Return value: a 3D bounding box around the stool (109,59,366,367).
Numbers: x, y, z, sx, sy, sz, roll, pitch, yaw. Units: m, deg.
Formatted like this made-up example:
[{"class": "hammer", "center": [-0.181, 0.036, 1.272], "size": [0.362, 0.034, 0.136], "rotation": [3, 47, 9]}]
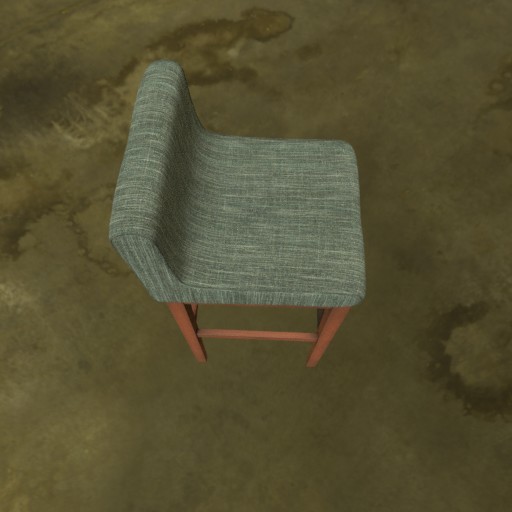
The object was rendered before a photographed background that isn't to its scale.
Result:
[{"class": "stool", "center": [0.000, 0.000, 1.245], "size": [0.499, 0.965, 0.426], "rotation": [2, 63, 1]}]
